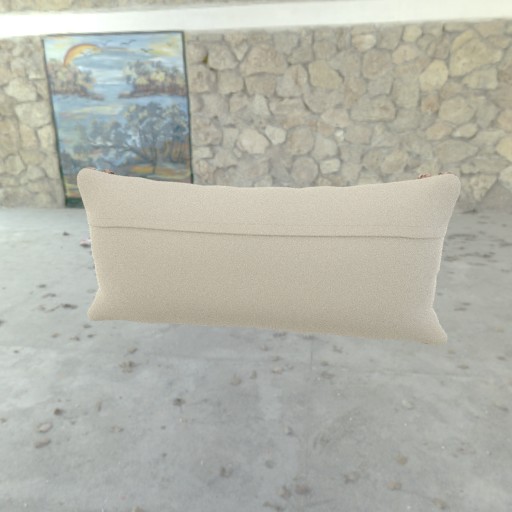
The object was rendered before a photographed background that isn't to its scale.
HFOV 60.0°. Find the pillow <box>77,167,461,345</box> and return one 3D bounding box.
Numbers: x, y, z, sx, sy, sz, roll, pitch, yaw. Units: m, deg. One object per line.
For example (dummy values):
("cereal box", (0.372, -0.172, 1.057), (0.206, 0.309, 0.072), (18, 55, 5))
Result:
("pillow", (0.000, 0.000, 0.736), (0.635, 0.282, 0.139), (3, 16, 9))
